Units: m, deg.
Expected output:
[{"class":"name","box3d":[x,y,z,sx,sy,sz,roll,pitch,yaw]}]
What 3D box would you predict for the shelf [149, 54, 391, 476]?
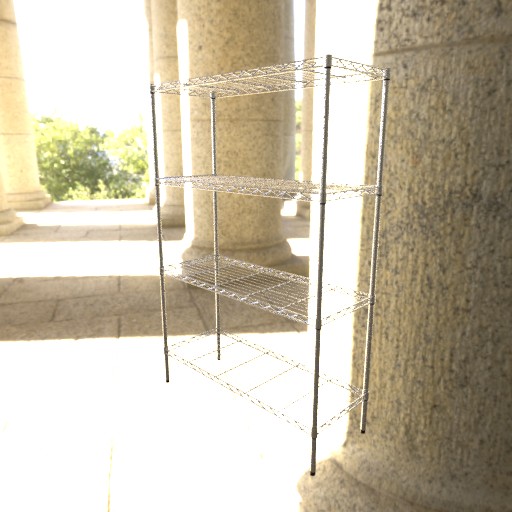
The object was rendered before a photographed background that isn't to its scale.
[{"class":"shelf","box3d":[0.000,0.000,1.799,0.907,1.360,0.352,14,19,43]}]
